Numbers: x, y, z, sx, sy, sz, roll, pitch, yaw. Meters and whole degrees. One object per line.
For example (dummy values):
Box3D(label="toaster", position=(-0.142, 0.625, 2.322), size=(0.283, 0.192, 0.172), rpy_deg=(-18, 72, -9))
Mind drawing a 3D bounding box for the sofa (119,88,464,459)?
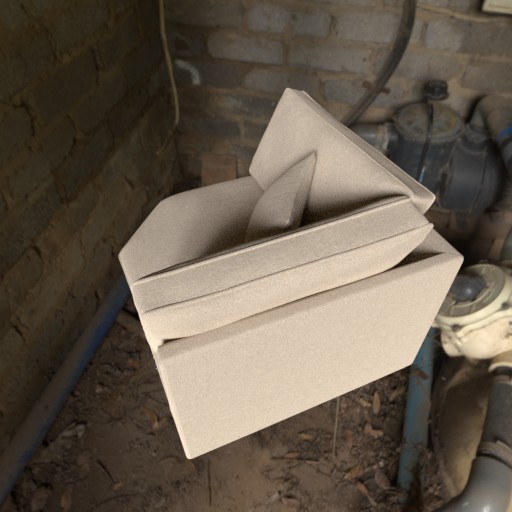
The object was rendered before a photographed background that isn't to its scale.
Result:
Box3D(label="sofa", position=(0.000, 0.000, 1.831), size=(1.042, 0.937, 1.050), rpy_deg=(-18, 49, -16))
